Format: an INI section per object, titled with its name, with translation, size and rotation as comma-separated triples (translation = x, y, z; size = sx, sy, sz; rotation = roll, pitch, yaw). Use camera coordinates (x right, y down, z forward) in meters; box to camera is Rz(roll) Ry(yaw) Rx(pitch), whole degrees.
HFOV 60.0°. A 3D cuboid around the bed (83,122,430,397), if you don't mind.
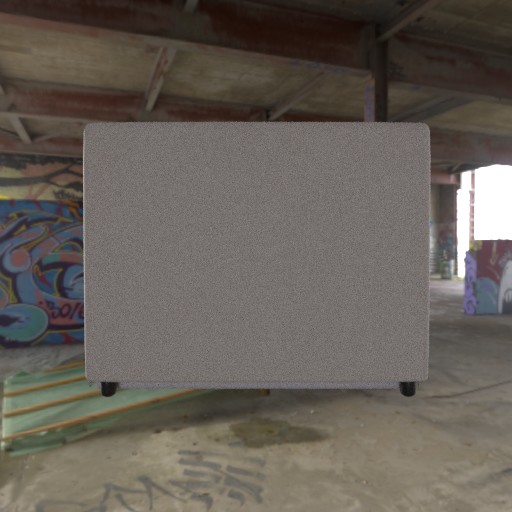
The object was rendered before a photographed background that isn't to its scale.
[bed]
translation = 0.000, 0.000, 3.154
size = 1.713, 1.330, 2.142
rotation = 0, 1, 0
